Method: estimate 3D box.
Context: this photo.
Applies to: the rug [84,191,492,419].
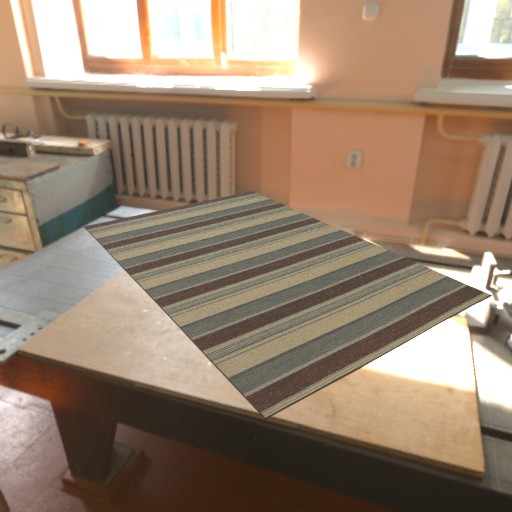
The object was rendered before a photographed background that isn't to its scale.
[{"bbox_3d":[0.000,0.000,2.278,1.219,0.008,1.829,-17,31,-31],"label":"rug"}]
